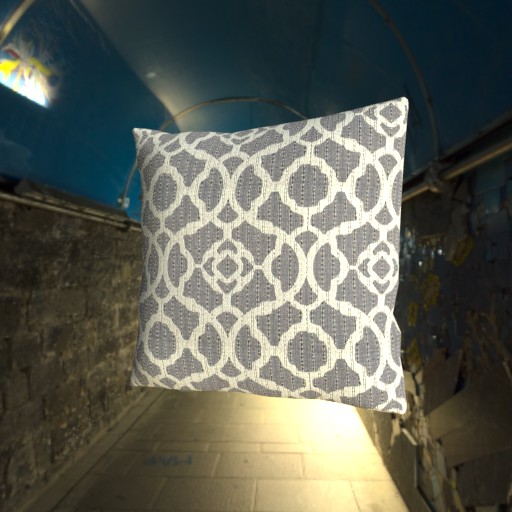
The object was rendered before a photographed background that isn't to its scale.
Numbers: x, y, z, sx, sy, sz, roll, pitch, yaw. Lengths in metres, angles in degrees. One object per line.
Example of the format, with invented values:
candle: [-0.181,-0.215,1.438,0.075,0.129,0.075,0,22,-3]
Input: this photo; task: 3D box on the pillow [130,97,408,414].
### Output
pillow: [0.000,0.000,0.779,0.508,0.498,0.215,0,-1,19]
